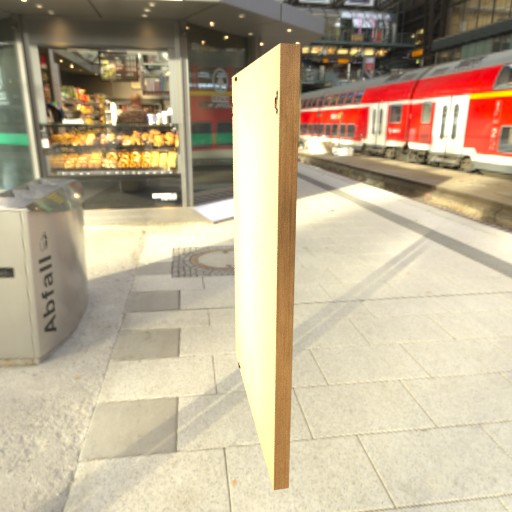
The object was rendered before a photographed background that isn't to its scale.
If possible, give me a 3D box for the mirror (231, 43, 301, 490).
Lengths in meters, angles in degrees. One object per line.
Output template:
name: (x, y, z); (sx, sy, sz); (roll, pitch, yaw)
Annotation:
mirror: (0.000, 0.000, 1.149); (0.040, 0.915, 0.609); (-3, 17, -10)
